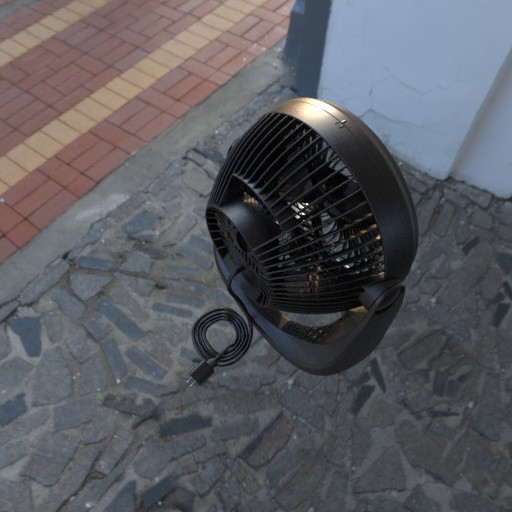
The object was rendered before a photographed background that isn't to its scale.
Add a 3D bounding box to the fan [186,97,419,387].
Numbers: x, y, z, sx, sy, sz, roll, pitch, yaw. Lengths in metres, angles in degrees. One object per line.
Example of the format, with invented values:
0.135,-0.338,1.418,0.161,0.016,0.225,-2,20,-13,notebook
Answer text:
0.000,0.000,0.485,0.256,0.277,0.273,-31,63,-18,fan
